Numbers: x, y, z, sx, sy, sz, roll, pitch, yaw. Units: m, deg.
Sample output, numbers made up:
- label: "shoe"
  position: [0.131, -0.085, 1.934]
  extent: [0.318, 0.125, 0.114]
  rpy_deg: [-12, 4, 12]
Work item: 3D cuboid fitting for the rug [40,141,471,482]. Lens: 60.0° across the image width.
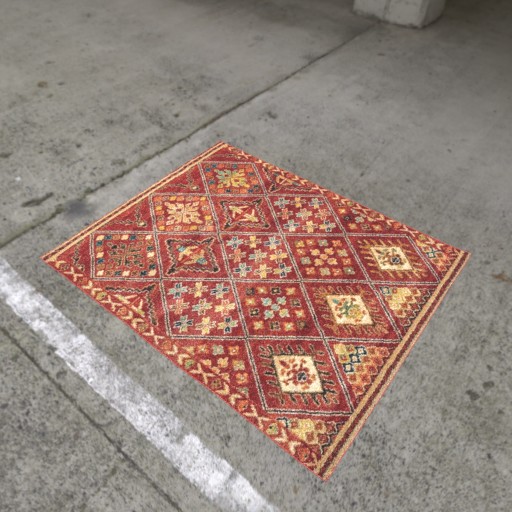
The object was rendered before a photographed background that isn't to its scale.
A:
- label: "rug"
  position: [0.000, 0.000, 4.062]
  extent: [3.086, 0.030, 2.489]
  rpy_deg: [30, 54, 25]
